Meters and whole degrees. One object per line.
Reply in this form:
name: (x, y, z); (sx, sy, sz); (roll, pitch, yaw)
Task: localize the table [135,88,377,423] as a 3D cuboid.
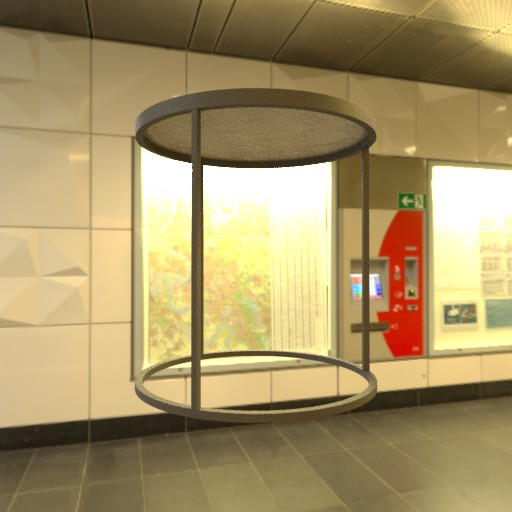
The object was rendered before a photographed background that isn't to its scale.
table: (0.000, 0.000, 0.892); (0.470, 0.498, 0.470); (0, -1, 0)
